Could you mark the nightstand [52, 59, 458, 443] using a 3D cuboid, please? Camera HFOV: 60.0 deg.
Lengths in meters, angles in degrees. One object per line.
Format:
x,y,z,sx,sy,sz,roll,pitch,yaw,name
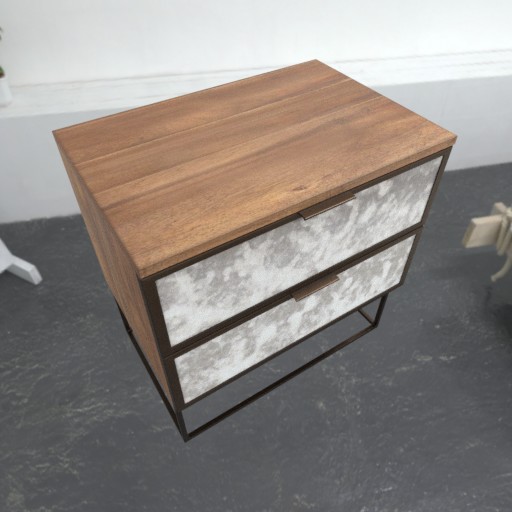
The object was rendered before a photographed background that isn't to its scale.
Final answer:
0.000,0.000,1.006,0.605,0.611,0.427,-25,50,-22,nightstand
